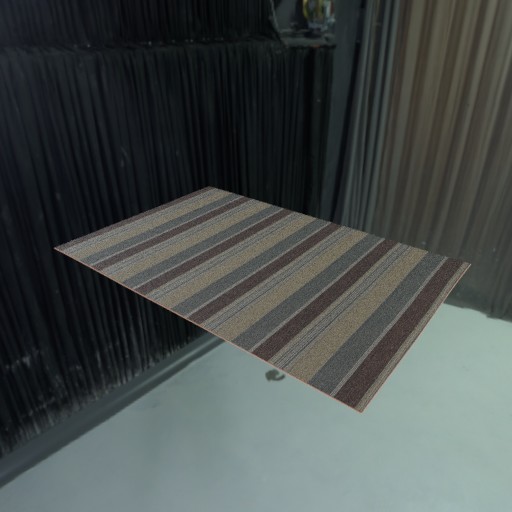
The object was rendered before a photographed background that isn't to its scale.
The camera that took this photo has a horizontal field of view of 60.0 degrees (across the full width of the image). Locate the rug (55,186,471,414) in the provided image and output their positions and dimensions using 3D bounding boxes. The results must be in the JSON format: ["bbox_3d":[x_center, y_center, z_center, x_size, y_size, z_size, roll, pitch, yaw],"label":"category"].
[{"bbox_3d":[0.000,0.000,2.332,1.829,0.008,1.219,21,35,33],"label":"rug"}]
